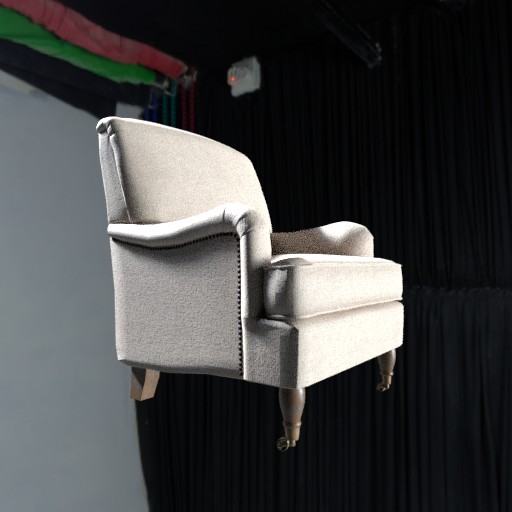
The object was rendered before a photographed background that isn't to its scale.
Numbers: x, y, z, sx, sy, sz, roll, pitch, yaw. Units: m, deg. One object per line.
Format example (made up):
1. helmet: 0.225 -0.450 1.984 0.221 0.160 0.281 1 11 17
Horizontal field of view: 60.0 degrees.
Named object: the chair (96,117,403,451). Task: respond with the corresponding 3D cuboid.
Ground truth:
1. chair: 0.000 0.000 1.786 0.953 1.119 0.879 -1 -1 37
